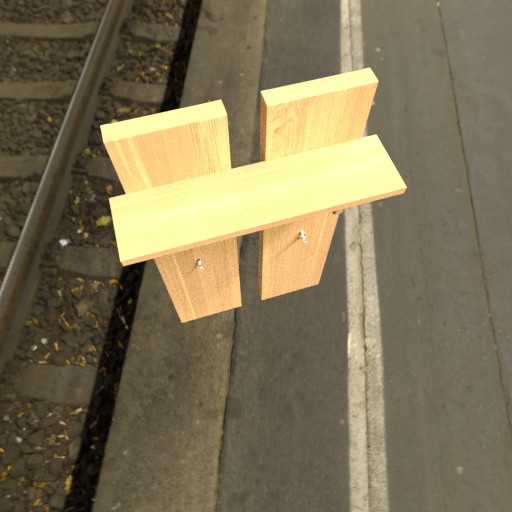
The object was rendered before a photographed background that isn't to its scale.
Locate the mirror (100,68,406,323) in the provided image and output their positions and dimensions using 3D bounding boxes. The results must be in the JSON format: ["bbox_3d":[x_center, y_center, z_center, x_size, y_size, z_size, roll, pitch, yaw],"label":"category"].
[{"bbox_3d":[0.000,0.000,1.609,0.800,1.250,0.260,-15,63,-8],"label":"mirror"}]
